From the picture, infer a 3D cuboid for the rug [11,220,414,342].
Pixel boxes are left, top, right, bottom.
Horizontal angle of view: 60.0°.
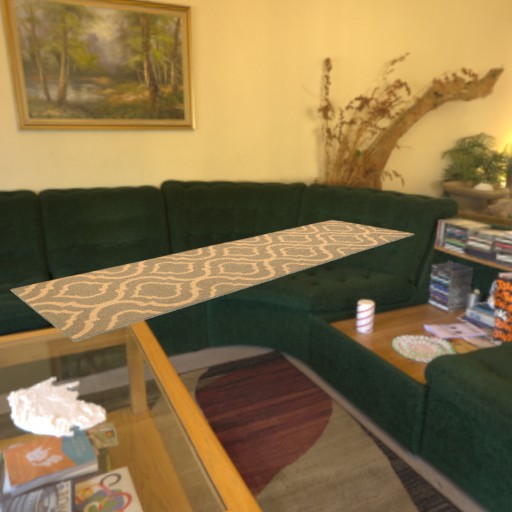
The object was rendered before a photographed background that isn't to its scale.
[{"bbox_3d":[0.000,0.000,2.426,2.275,0.009,0.684,-14,21,-42],"label":"rug"}]
